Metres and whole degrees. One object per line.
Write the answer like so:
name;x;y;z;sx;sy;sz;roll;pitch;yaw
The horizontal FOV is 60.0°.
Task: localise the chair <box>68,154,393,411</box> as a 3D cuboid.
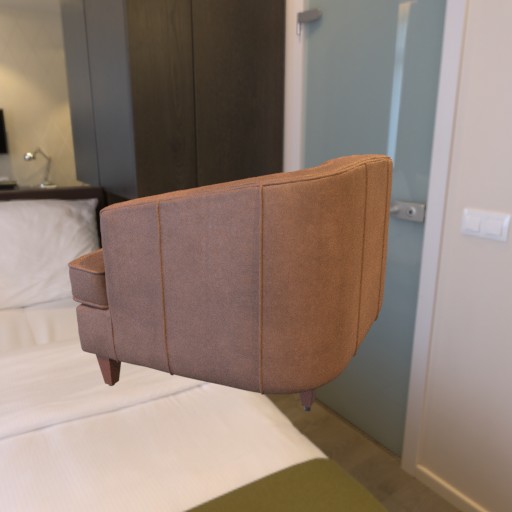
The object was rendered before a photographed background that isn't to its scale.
chair;0.000;0.000;1.743;0.914;0.787;1.118;7;16;25
